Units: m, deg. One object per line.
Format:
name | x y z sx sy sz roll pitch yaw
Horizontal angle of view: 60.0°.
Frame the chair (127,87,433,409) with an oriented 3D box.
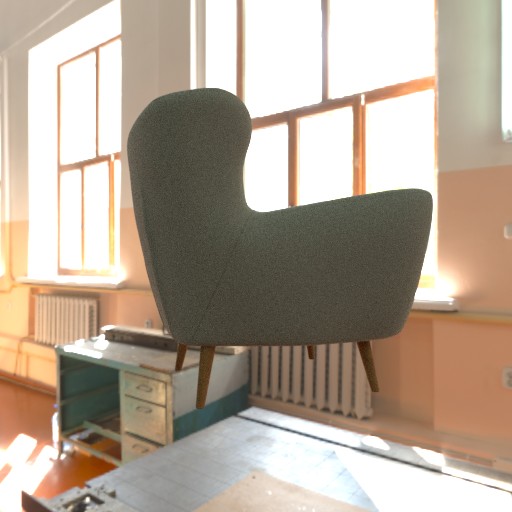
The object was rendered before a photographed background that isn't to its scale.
chair | 0.000 0.000 1.590 0.889 0.889 0.890 0 0 -18
